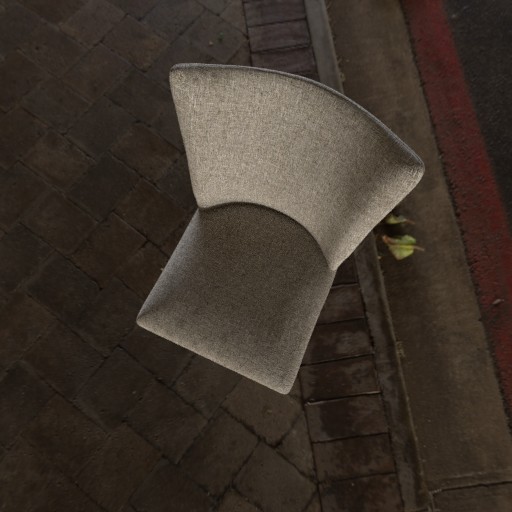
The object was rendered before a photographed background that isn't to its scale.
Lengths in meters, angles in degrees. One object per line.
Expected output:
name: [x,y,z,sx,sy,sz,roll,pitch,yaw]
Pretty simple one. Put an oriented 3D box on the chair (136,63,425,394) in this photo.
chair: [0.000,0.000,1.253,0.535,0.924,0.623,24,77,6]
